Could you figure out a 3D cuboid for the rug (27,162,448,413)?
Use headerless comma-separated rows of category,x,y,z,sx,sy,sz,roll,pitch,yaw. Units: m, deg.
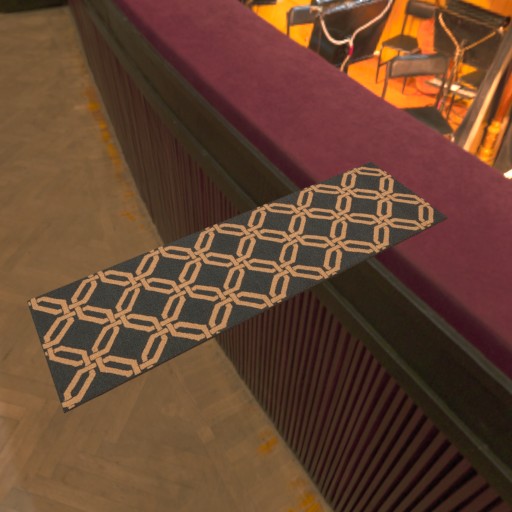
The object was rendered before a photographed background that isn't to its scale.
rug,0.000,0.000,2.429,2.276,0.014,0.678,-24,51,-21
